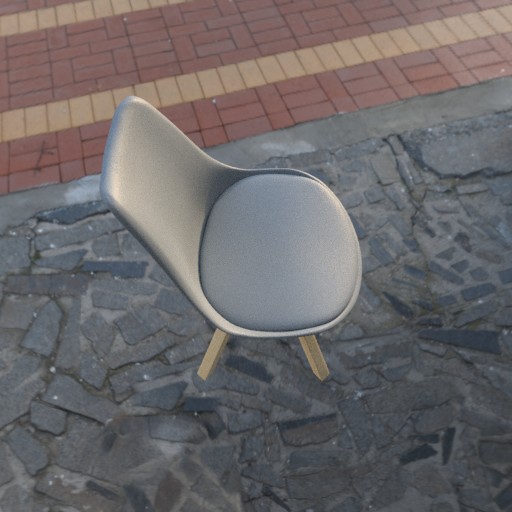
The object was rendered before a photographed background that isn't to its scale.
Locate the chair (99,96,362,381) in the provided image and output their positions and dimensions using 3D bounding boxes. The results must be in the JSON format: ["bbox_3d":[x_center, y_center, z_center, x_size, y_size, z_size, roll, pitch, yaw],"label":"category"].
[{"bbox_3d":[0.000,0.000,1.166,0.549,0.850,0.485,0,62,0],"label":"chair"}]
